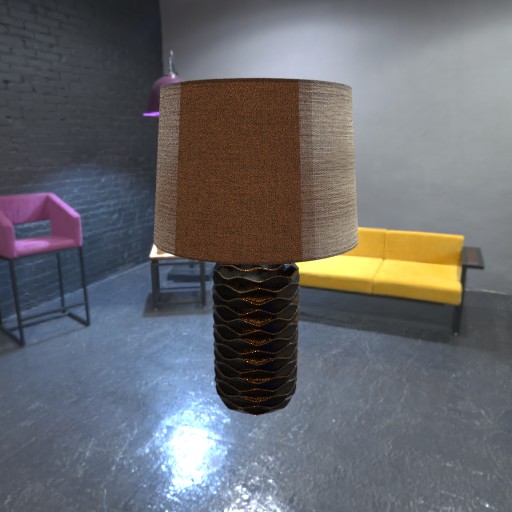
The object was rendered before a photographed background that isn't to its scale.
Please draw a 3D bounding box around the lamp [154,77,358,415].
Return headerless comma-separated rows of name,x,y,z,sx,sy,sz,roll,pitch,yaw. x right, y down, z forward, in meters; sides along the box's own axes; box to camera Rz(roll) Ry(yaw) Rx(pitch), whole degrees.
lamp,0.000,0.000,0.843,0.376,0.594,0.376,0,15,0
